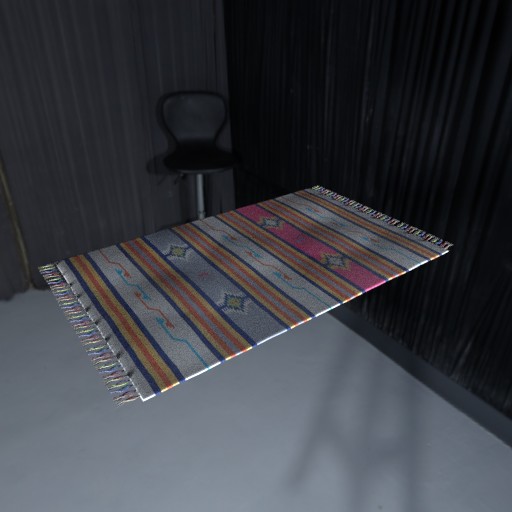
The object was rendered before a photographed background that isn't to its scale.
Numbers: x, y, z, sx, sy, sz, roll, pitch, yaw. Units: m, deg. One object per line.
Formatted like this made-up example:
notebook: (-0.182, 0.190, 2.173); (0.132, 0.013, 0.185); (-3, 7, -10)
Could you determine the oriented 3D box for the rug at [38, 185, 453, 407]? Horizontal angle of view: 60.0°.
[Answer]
rug: (0.000, 0.000, 2.251); (1.849, 0.013, 1.084); (-20, 36, -30)
